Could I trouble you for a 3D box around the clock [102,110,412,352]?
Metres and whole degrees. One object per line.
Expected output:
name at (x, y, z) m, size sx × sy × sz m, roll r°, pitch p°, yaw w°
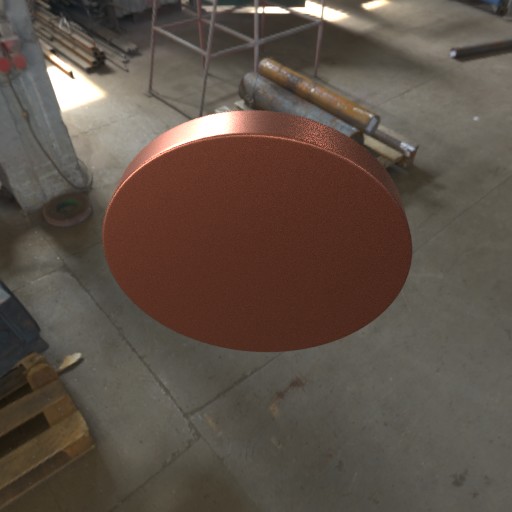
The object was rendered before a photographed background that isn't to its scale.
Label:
clock at (0.000, 0.000, 0.473) m, size 0.313 × 0.313 × 0.040 m, roll 3°, pitch 46°, yaw 3°
